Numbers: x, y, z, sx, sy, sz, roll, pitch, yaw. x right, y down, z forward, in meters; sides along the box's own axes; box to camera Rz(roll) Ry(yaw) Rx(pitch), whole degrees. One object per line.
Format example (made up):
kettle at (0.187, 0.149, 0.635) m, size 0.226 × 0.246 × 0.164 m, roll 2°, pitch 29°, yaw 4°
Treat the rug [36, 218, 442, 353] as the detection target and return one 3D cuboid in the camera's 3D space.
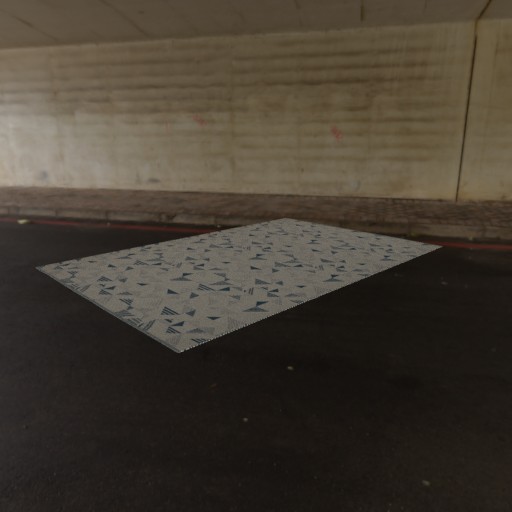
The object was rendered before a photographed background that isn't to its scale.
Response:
rug at (0.000, 0.000, 2.357) m, size 1.835 × 0.003 × 1.206 m, roll -15°, pitch 21°, yaw -42°
